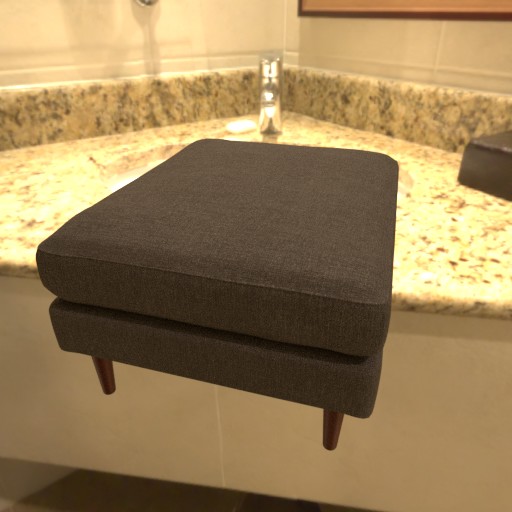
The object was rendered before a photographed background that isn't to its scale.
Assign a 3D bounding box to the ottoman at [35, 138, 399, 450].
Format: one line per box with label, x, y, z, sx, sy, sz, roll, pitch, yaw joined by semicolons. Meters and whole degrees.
ottoman;0.000;0.000;1.202;0.693;0.474;0.821;8;31;14
